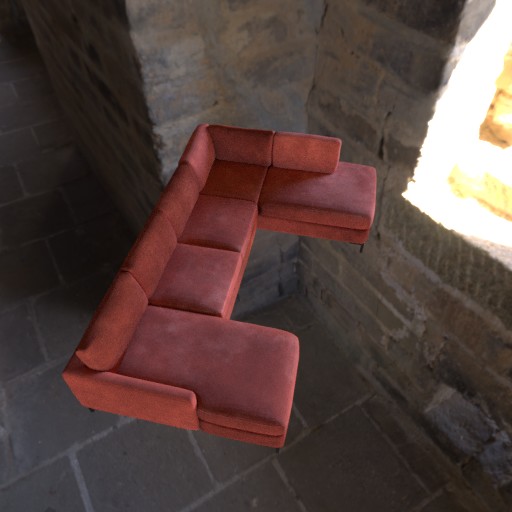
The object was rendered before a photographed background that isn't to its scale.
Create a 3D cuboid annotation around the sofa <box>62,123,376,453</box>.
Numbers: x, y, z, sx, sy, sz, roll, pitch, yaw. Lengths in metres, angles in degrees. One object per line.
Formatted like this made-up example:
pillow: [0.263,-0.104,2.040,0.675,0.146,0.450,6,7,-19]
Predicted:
sofa: [0.000,0.000,3.850,1.981,0.858,2.971,9,48,8]
